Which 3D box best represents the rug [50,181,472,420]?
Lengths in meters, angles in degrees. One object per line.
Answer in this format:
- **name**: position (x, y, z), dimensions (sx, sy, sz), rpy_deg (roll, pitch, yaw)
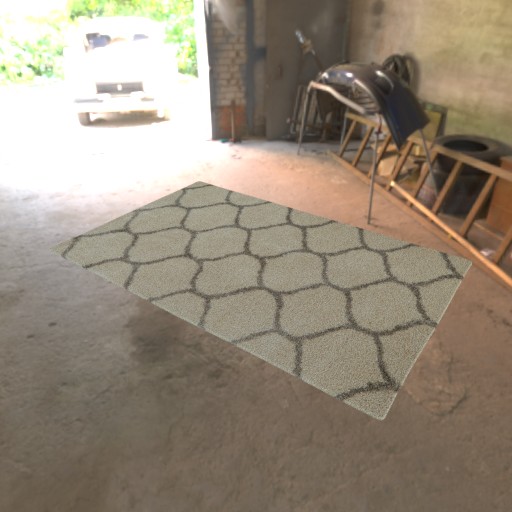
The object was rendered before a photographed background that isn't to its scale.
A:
- **rug**: position (0.000, 0.000, 2.906), dimensions (2.348, 0.024, 1.501), rpy_deg (21, 37, 30)
